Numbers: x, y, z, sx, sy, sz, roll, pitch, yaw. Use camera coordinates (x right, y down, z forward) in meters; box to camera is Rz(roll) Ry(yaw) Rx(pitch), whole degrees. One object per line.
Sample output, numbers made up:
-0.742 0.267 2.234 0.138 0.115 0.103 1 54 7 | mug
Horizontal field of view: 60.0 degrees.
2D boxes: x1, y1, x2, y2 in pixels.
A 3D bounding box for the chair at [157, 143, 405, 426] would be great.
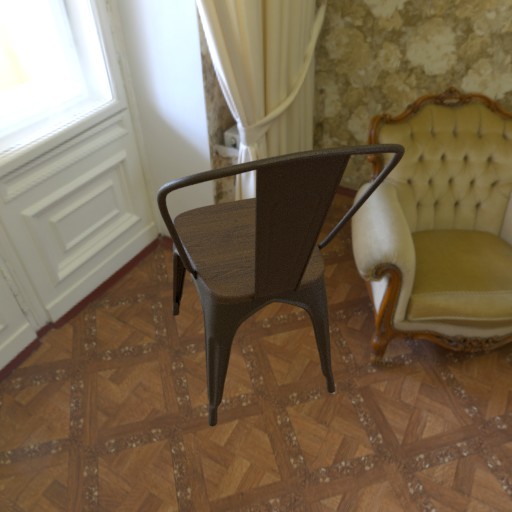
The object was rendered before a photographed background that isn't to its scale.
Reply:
0.000 0.000 1.121 0.451 0.844 0.532 -11 42 -13 | chair
